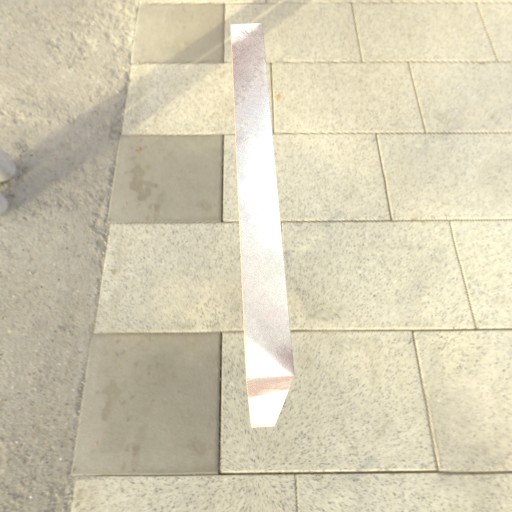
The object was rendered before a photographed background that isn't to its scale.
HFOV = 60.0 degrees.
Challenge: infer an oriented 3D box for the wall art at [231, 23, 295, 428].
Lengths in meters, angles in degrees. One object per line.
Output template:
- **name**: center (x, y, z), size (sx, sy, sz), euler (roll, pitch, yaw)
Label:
- **wall art**: center (0.000, 0.000, 0.456), size (0.028, 0.303, 0.303), euler (-3, 64, -1)
